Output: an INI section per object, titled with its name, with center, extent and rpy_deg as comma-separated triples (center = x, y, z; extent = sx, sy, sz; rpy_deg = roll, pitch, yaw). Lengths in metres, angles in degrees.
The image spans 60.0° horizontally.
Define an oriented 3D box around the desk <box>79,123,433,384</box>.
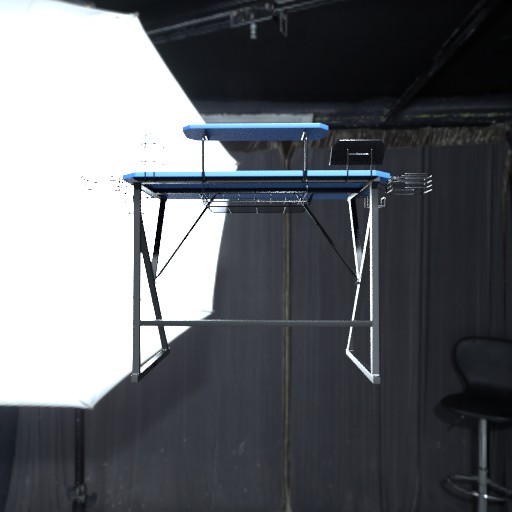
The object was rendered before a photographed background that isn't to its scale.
[desk]
center = 0.000, 0.000, 1.808
extent = 1.295, 0.909, 0.594
rpy_deg = 0, -1, 1
